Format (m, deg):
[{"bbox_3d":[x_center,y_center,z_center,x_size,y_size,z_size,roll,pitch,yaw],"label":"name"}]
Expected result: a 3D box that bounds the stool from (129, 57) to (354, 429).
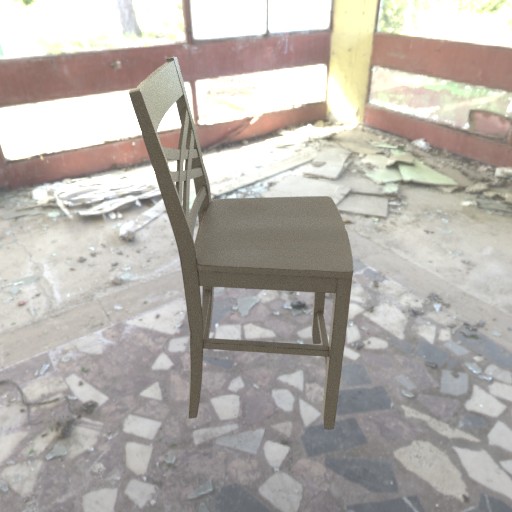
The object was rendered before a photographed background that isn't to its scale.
[{"bbox_3d":[0.000,0.000,1.378,0.539,1.079,0.462,0,32,1],"label":"stool"}]
